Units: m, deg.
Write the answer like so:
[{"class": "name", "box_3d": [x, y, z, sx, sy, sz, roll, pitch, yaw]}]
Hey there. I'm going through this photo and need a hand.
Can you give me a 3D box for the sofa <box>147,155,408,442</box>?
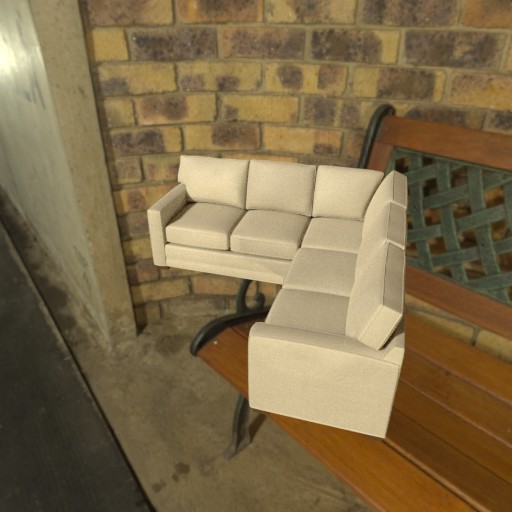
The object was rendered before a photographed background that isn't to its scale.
[{"class": "sofa", "box_3d": [0.000, 0.000, 3.473, 2.182, 0.939, 2.189, 8, 31, 14]}]
